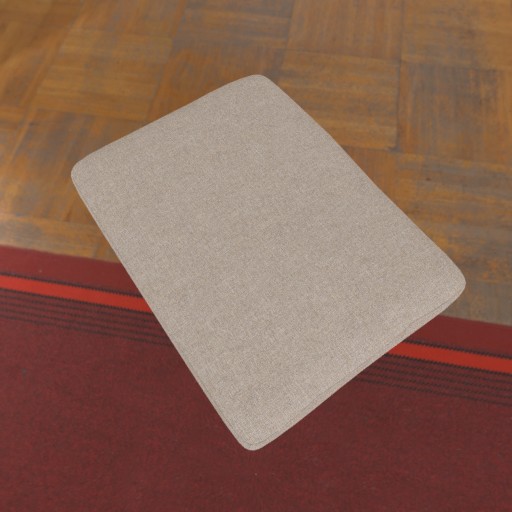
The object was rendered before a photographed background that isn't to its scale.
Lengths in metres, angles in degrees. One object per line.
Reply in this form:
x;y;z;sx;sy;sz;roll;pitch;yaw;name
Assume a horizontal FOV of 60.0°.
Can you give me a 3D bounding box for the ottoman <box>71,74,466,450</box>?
0.000;0.000;1.326;0.677;0.519;0.898;-32;68;-15;ottoman
